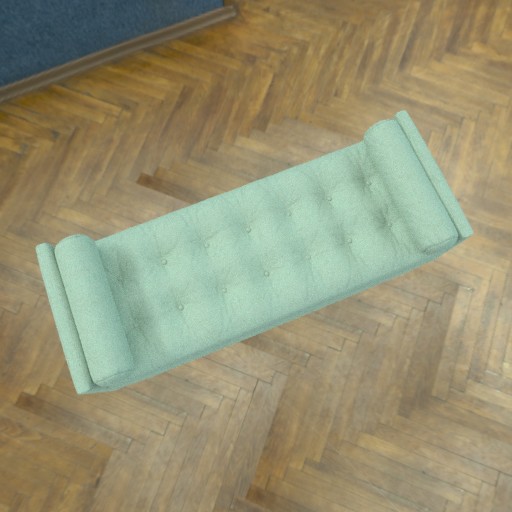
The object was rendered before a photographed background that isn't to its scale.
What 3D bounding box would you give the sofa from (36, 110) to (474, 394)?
[{"bbox_3d":[0.000,0.000,2.504,2.102,0.705,0.796,-21,76,-5],"label":"sofa"}]
